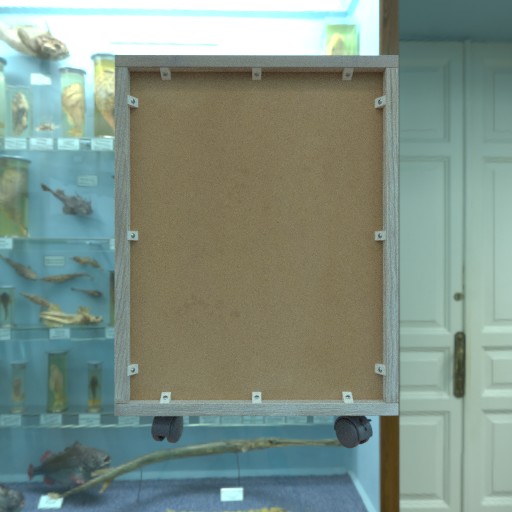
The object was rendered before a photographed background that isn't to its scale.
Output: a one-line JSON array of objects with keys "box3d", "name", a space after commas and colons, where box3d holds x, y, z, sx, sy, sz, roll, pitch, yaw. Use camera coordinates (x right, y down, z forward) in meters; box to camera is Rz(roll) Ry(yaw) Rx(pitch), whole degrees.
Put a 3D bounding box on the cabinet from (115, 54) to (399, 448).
[{"box3d": [0.000, 0.000, 0.838, 0.409, 0.579, 0.401, 0, 0, 0], "name": "cabinet"}]
